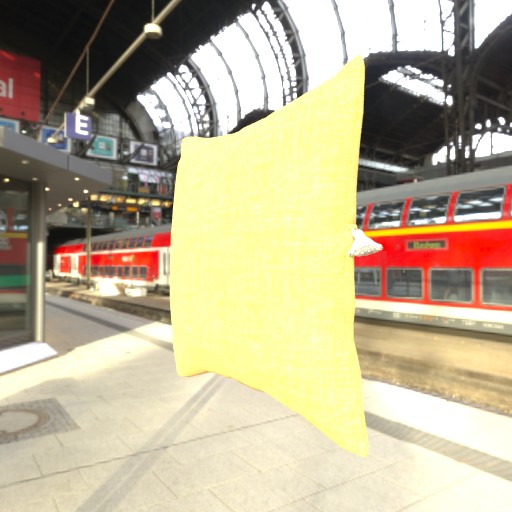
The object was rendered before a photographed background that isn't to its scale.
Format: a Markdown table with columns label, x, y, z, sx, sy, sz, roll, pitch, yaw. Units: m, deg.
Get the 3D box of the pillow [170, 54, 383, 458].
| label | x | y | z | sx | sy | sz | roll | pitch | yaw |
| --- | --- | --- | --- | --- | --- | --- | --- | --- | --- |
| pillow | 0.000 | 0.000 | 0.725 | 0.167 | 0.481 | 0.485 | 1 | -1 | -36 |
